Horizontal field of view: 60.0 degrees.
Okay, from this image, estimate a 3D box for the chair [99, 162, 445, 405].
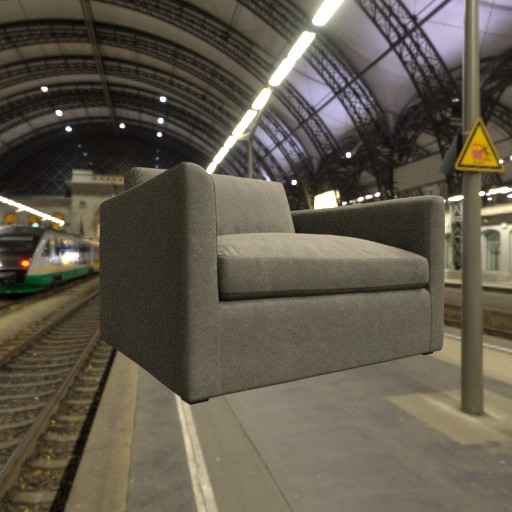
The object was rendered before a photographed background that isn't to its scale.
[{"bbox_3d":[0.000,0.000,1.918,1.190,0.845,1.091,0,0,-35],"label":"chair"}]
